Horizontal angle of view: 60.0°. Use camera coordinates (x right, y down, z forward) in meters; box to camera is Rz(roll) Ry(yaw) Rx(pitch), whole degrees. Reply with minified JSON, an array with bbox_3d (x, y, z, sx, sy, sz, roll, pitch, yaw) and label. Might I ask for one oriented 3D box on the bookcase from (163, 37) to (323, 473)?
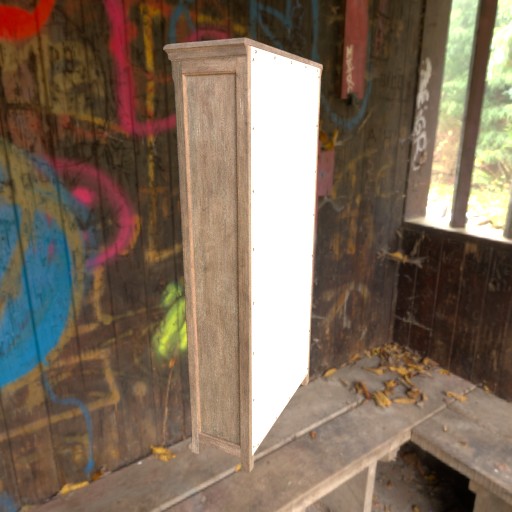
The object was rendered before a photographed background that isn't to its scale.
[{"bbox_3d":[0.000,0.000,2.269,0.348,1.880,0.906,8,19,24],"label":"bookcase"}]
